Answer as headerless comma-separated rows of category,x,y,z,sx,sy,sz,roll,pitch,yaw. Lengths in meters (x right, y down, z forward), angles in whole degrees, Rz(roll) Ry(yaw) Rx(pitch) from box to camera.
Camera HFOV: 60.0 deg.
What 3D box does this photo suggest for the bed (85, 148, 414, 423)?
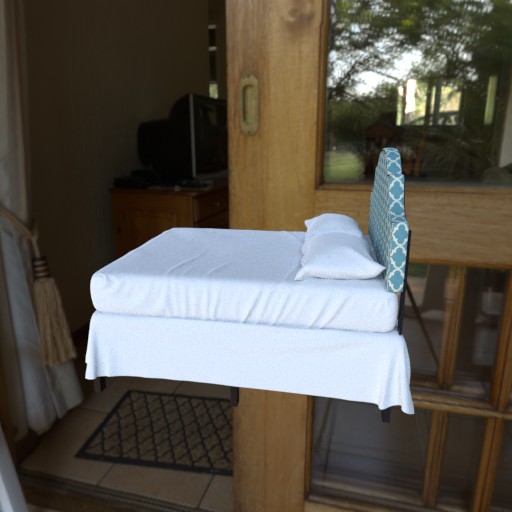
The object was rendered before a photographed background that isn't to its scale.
bed,0.000,0.000,3.425,2.222,1.633,1.780,3,16,10
